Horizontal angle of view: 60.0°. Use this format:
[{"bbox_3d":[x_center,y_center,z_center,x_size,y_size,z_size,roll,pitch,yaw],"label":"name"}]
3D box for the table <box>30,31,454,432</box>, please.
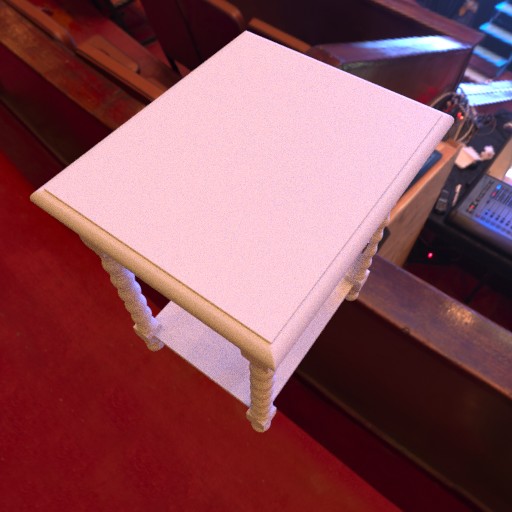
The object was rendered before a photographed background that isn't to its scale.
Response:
[{"bbox_3d":[0.000,0.000,0.816,0.381,0.531,0.460,31,63,19],"label":"table"}]
